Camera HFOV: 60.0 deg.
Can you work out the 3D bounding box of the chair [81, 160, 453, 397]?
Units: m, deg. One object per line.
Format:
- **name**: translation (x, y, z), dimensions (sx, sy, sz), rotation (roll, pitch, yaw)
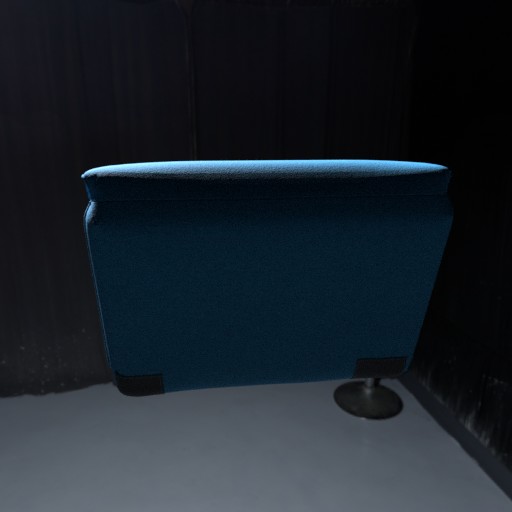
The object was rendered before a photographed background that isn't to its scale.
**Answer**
- **chair**: translation (0.000, 0.000, 1.312), dimensions (0.820, 0.580, 0.780), rotation (-2, 15, -8)
